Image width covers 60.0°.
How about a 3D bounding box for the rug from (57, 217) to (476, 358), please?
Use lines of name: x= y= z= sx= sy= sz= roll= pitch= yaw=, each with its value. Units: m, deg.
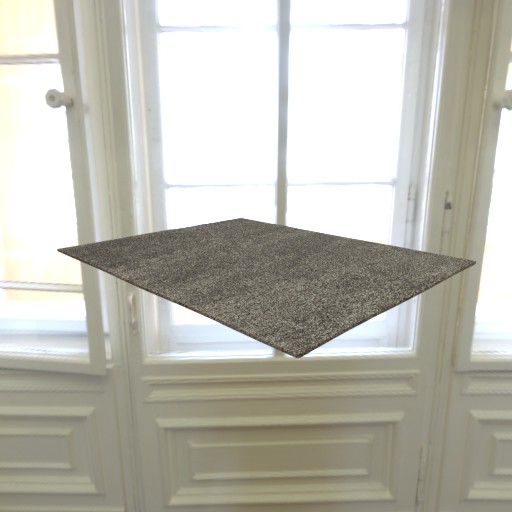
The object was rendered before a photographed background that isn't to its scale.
rug: x=0.000 y=0.000 z=4.033 sx=2.401 sy=0.025 sz=3.000 roll=-15 pitch=21 yaw=-43
